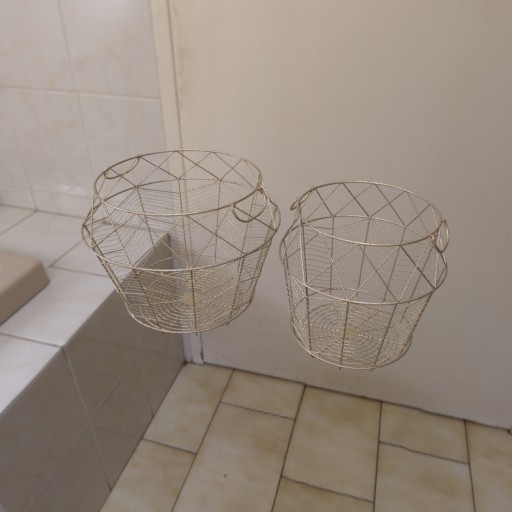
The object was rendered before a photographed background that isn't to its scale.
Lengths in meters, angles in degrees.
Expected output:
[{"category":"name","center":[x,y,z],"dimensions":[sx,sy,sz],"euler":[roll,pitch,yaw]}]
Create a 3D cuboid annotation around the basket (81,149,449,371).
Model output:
[{"category":"basket","center":[0.000,0.000,1.021],"dimensions":[0.805,0.343,0.451],"euler":[10,34,15]}]
